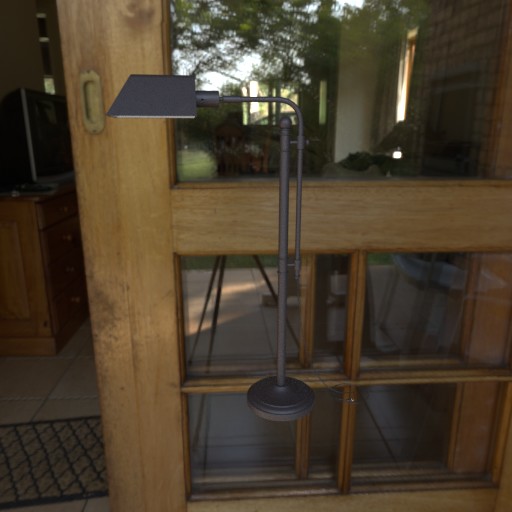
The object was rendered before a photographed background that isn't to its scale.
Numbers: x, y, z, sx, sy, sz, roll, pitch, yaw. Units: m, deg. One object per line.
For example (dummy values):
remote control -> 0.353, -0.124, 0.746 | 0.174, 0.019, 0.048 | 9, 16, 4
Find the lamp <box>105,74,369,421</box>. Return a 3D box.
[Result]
lamp -> 0.000, 0.000, 0.938 | 0.545, 0.708, 0.159 | -2, 16, -8
